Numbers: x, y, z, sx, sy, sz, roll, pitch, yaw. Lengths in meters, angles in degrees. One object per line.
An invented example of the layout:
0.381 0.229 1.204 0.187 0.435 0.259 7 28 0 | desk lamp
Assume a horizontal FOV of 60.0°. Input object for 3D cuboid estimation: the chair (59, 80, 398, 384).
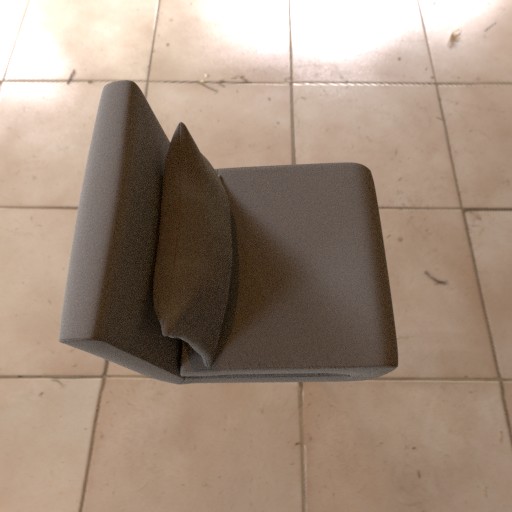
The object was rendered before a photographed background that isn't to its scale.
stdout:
0.000 0.000 1.474 0.902 0.808 0.770 0 66 0 | chair
